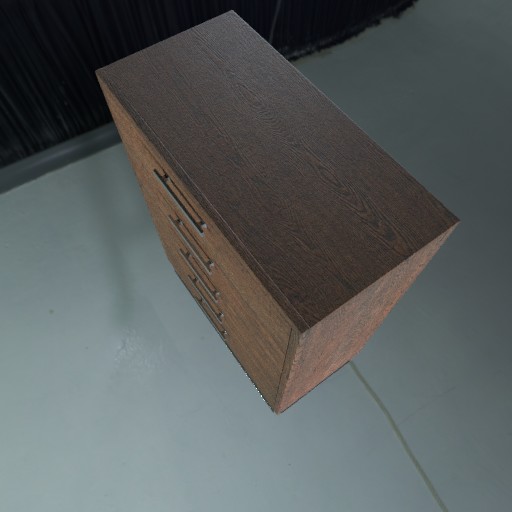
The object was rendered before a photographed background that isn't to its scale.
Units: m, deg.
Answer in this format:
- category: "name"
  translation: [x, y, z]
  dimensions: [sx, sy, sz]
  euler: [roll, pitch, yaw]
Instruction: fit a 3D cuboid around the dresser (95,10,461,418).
- category: "dresser"
  translation: [0.000, 0.000, 1.748]
  dimensions: [0.508, 1.321, 0.965]
  euler: [-32, 67, -15]
